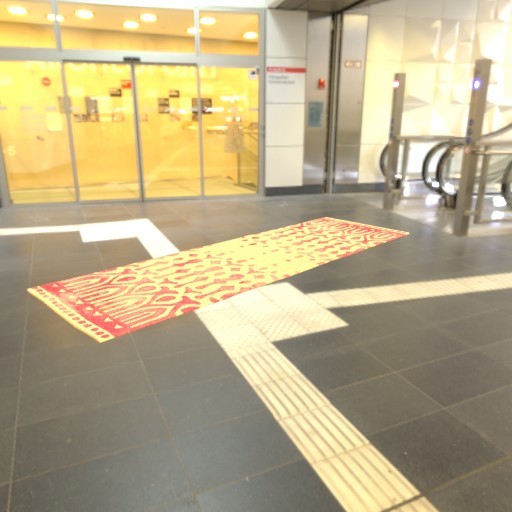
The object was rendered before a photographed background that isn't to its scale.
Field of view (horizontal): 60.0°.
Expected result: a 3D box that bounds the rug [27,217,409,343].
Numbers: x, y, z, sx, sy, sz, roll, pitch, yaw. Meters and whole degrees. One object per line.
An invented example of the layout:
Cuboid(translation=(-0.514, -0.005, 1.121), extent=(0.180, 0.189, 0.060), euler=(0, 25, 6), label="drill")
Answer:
Cuboid(translation=(0.000, 0.000, 2.777), extent=(2.458, 0.011, 0.787), euler=(-16, 23, -41), label="rug")
